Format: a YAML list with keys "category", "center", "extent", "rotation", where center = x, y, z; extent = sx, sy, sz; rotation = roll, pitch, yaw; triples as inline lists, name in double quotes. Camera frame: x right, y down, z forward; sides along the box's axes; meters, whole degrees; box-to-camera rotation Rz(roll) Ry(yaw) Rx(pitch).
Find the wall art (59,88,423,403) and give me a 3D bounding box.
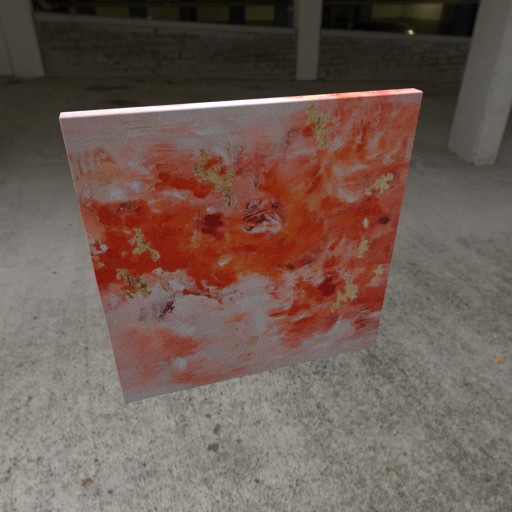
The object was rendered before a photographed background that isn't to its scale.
- category: "wall art"
  center: [0.000, 0.000, 1.095]
  extent: [0.747, 0.746, 0.064]
  rotation: [-9, 33, -15]
